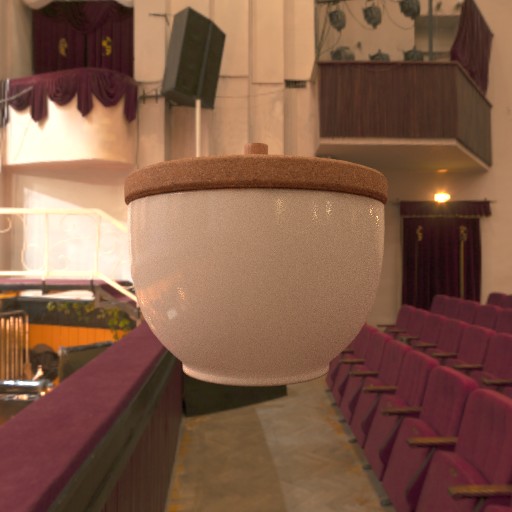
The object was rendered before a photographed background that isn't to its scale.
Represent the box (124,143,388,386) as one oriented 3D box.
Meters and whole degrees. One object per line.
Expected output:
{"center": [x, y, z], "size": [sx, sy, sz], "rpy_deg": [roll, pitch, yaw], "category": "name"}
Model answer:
{"center": [0.000, 0.000, 0.188], "size": [0.107, 0.094, 0.107], "rpy_deg": [0, -1, 0], "category": "box"}
